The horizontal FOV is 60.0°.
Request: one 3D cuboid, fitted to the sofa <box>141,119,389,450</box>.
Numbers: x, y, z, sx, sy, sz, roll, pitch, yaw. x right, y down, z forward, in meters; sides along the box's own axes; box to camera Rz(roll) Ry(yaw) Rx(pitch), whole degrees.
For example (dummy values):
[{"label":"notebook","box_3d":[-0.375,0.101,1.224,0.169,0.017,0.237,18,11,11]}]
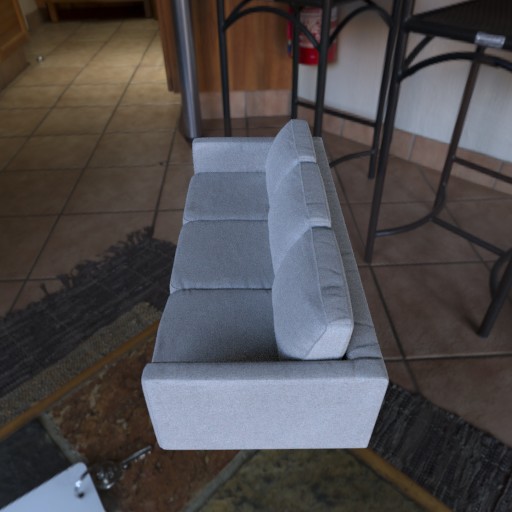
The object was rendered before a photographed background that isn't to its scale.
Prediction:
[{"label":"sofa","box_3d":[0.000,0.000,2.505,0.944,0.918,1.983,0,40,0]}]
